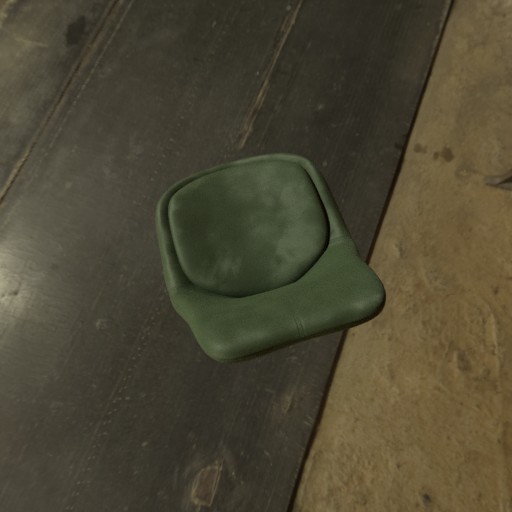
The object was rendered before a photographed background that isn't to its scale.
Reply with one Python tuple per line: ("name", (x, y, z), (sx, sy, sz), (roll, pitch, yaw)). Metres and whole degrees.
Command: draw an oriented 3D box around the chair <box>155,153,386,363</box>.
("chair", (0.000, 0.000, 1.200), (0.483, 0.865, 0.547), (-17, 75, -4))
